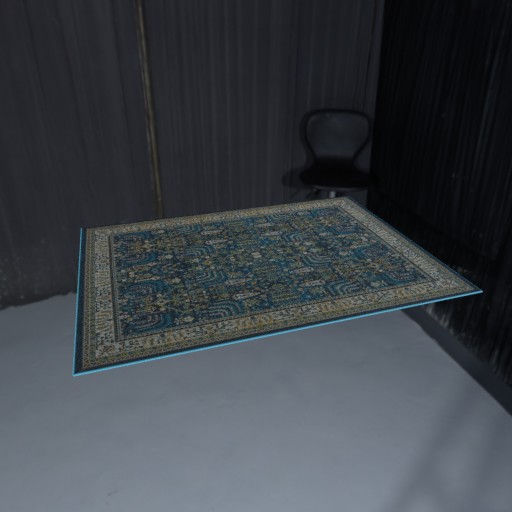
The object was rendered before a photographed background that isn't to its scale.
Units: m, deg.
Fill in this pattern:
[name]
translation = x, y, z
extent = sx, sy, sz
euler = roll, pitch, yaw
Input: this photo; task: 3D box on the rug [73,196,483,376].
[rug]
translation = 0.000, 0.000, 4.017
extent = 3.044, 0.015, 2.226
euler = -9, 30, -16
